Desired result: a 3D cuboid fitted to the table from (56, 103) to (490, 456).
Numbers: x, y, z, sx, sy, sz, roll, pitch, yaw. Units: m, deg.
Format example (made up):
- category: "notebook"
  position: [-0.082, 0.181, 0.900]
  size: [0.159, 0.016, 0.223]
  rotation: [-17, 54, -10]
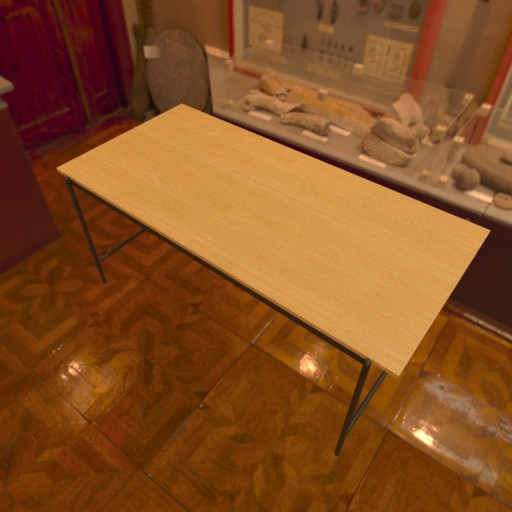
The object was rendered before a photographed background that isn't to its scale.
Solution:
- category: "table"
  position: [0.000, 0.000, 2.262]
  size: [1.800, 0.758, 0.900]
  rotation: [29, 52, 26]
